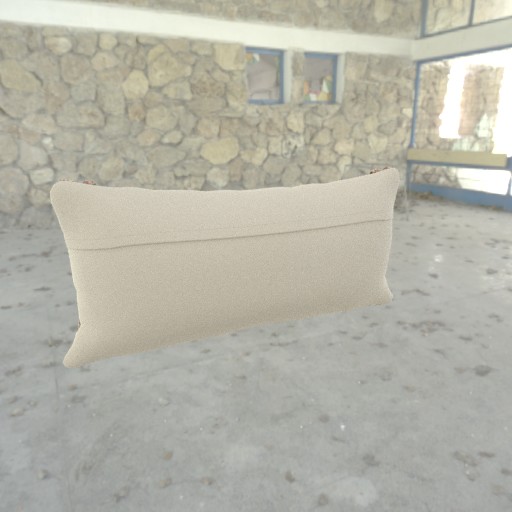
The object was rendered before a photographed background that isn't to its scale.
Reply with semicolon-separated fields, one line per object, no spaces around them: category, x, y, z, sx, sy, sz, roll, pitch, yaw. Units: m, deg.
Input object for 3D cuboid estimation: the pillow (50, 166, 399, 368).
pillow;0.000;0.000;0.756;0.635;0.282;0.139;-7;17;-25
